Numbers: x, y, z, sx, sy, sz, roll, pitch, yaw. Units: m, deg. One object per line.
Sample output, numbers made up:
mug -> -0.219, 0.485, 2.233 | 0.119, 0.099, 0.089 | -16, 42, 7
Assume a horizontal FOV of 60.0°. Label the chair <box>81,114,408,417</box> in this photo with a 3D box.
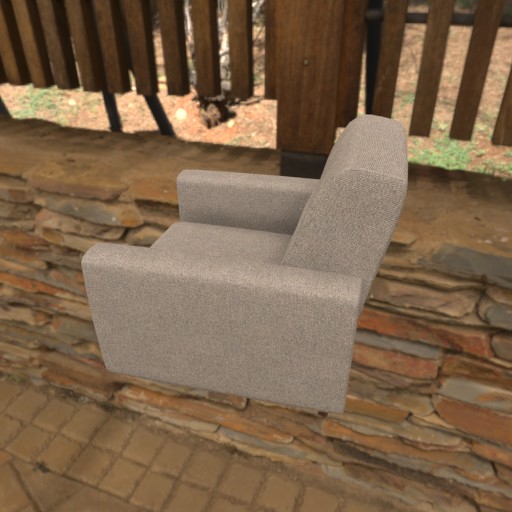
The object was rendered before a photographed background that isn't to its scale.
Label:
chair -> 0.000, 0.000, 1.664 | 0.942, 0.968, 0.845 | 8, 32, 13
